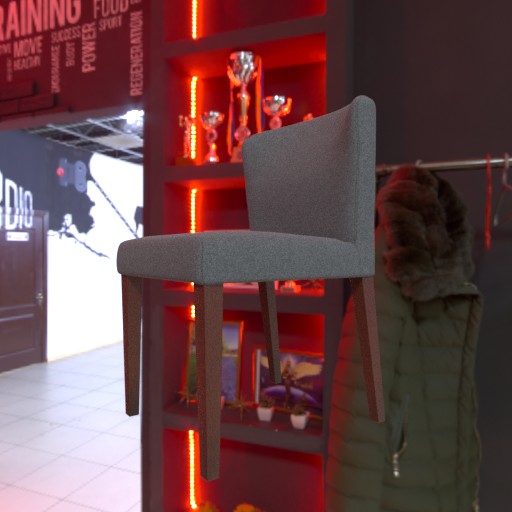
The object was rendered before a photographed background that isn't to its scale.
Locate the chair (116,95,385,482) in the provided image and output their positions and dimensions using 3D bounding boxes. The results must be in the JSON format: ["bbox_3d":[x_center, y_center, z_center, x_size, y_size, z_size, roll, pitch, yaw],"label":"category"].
[{"bbox_3d":[0.000,0.000,1.158,0.592,0.839,0.491,0,1,-36],"label":"chair"}]
